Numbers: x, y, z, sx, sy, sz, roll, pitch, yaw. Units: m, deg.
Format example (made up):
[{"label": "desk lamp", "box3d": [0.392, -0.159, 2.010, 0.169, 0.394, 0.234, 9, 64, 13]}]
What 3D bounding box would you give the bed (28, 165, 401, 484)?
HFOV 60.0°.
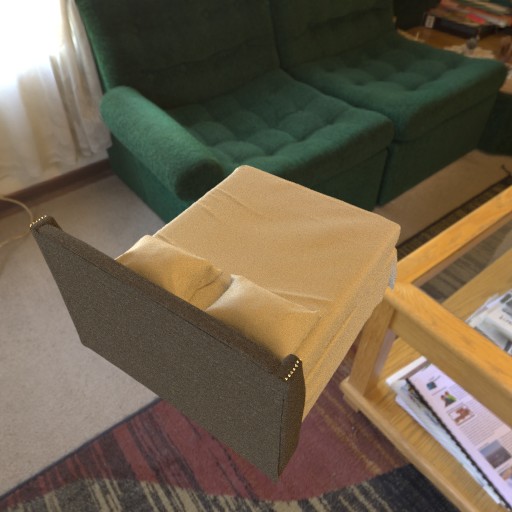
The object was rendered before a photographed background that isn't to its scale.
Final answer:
[{"label": "bed", "box3d": [0.000, 0.000, 3.470, 1.925, 1.332, 2.276, 26, 50, 24]}]
